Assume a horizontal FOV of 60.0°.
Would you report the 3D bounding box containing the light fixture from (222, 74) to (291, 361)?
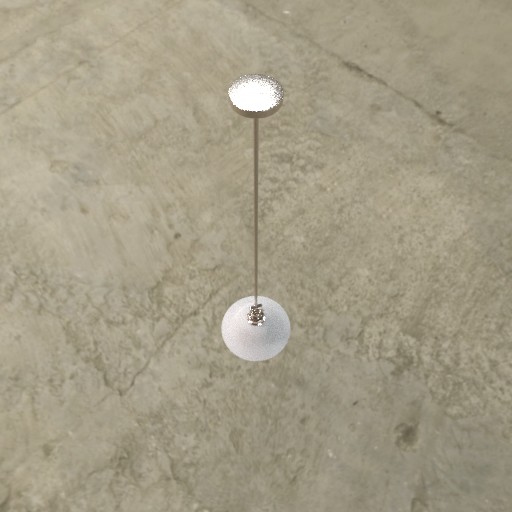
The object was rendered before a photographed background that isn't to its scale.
[{"bbox_3d":[0.000,0.000,1.496,0.324,1.354,0.324,-15,61,-9],"label":"light fixture"}]
